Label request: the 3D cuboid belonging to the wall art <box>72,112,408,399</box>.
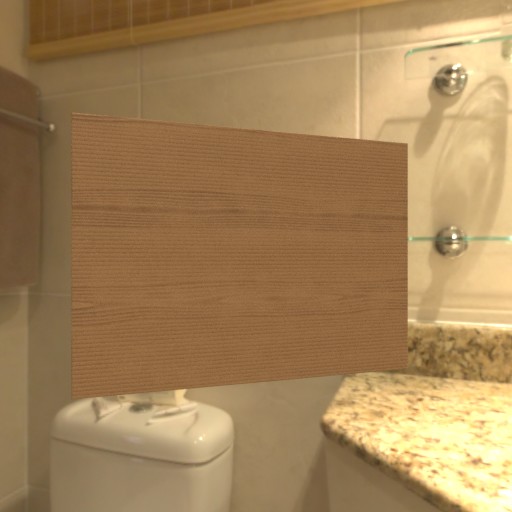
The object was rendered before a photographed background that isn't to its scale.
[{"bbox_3d":[0.000,0.000,1.098,0.841,0.609,0.063,0,0,-18],"label":"wall art"}]
